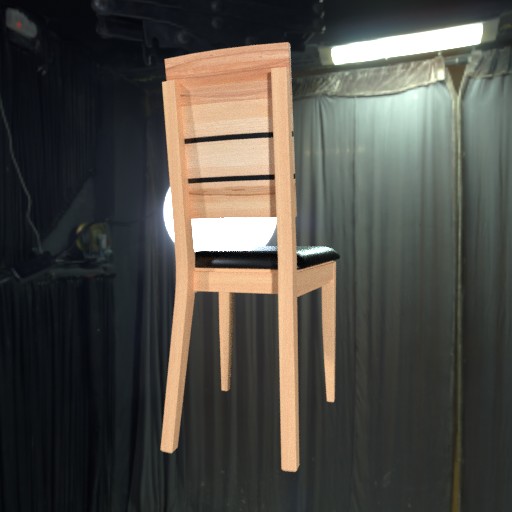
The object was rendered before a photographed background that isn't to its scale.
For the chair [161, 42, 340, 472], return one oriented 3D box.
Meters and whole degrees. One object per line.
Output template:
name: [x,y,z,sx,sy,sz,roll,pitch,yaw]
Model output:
chair: [0.000,0.000,1.239,0.410,0.940,0.520,1,2,17]
